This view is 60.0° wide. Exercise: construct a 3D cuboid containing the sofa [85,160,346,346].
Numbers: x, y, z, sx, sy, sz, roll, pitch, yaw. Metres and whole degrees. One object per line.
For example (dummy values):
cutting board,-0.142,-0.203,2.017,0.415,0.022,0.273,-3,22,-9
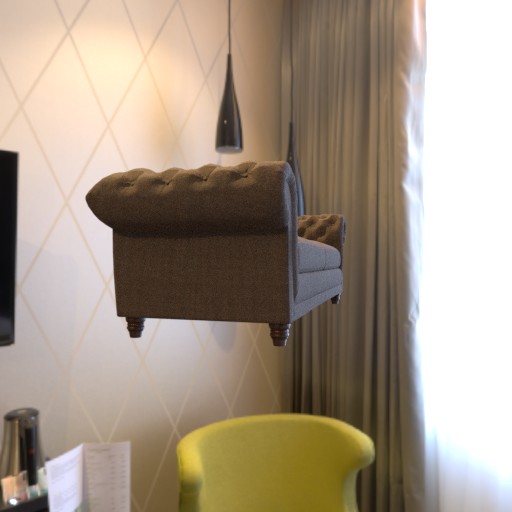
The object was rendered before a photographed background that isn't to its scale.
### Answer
sofa,0.000,0.000,2.908,0.944,0.787,2.385,0,-1,17
